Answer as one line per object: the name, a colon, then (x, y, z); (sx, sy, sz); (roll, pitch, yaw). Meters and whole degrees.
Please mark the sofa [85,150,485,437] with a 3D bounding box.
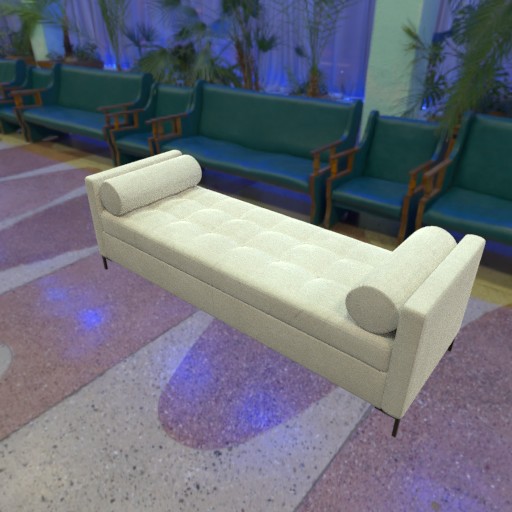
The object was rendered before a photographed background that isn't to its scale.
sofa: (0.000, 0.000, 2.346); (1.981, 0.635, 0.686); (23, 37, 33)
